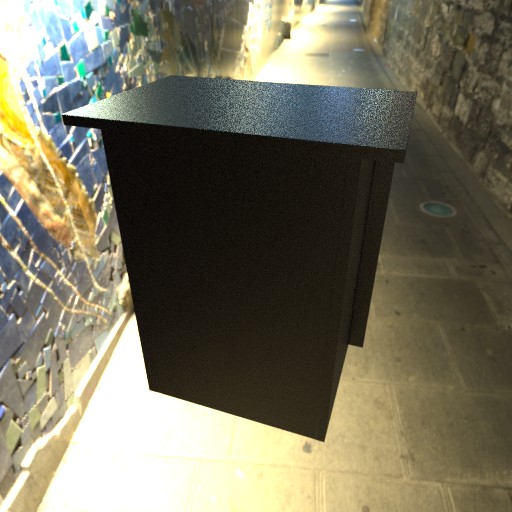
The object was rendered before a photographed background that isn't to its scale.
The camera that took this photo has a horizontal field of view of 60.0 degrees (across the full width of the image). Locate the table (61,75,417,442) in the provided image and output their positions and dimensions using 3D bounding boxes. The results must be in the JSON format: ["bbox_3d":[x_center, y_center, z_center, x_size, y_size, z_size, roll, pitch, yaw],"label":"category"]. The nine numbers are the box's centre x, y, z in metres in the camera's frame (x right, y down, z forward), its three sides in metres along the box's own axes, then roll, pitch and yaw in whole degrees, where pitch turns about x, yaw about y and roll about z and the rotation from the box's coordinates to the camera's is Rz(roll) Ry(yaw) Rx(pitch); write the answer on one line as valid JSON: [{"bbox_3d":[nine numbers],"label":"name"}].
[{"bbox_3d":[0.000,0.000,1.055,0.589,0.711,0.408,11,34,16],"label":"table"}]
